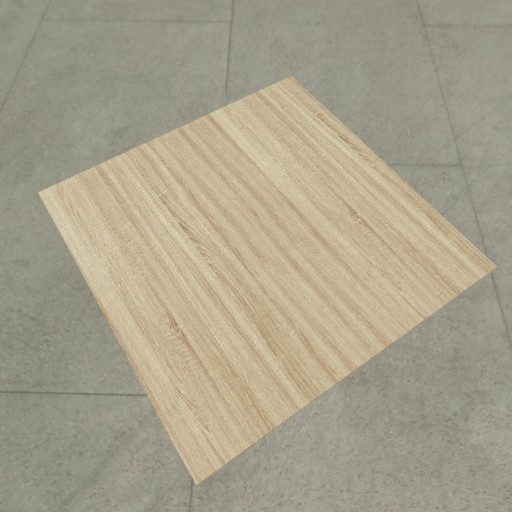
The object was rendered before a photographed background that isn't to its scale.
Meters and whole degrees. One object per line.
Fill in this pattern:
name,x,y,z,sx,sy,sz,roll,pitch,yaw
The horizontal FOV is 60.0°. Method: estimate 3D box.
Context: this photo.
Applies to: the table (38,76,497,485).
table,0.000,0.000,1.327,0.890,0.305,0.890,-30,64,-16
